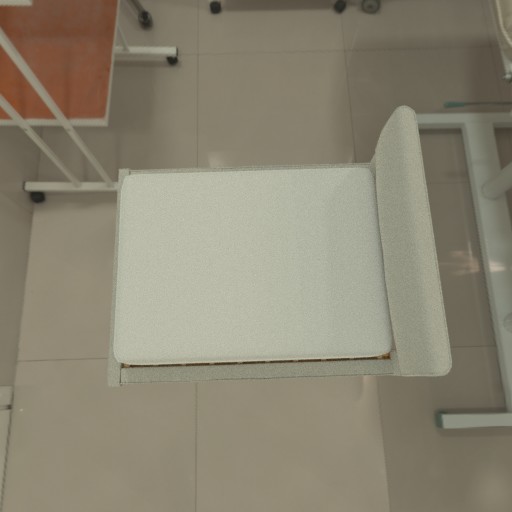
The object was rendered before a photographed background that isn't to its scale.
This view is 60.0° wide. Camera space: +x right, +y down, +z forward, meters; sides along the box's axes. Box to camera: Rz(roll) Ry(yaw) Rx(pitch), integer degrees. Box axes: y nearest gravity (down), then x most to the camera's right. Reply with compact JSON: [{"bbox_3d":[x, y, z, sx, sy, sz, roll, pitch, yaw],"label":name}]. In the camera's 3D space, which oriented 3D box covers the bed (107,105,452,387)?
[{"bbox_3d":[0.000,0.000,3.360,2.368,1.067,1.840,-2,75,-1],"label":"bed"}]
